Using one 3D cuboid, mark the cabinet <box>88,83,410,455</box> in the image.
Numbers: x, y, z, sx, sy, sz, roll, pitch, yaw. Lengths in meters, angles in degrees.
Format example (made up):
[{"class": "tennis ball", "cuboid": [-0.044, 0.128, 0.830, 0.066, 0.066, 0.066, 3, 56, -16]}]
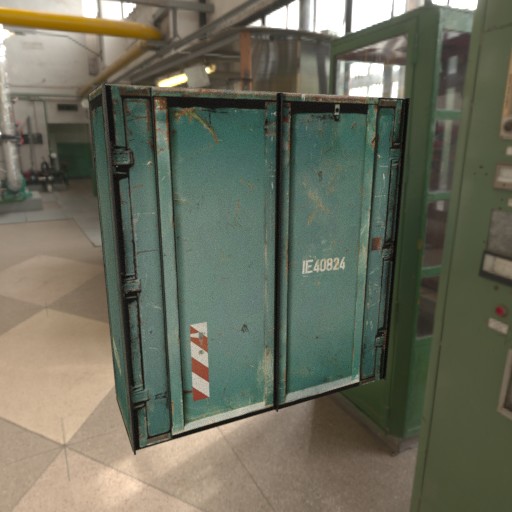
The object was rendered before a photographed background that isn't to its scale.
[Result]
[{"class": "cabinet", "cuboid": [0.000, 0.000, 3.170, 2.000, 2.160, 0.680, -7, 17, -25]}]
